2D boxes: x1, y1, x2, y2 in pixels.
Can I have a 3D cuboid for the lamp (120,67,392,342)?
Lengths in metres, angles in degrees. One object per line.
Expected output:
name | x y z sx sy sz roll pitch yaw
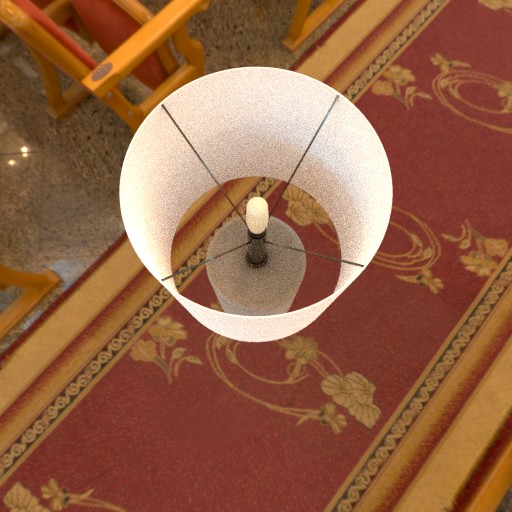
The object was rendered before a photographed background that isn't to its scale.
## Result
lamp | 0.000 0.000 0.536 0.206 0.416 0.206 40 78 10
